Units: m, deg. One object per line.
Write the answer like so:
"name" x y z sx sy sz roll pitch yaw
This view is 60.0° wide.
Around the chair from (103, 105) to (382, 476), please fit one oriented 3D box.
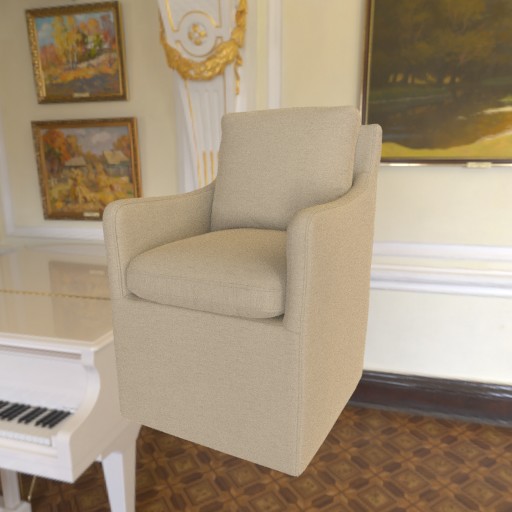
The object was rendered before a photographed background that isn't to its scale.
"chair" 0.000 0.000 1.369 0.626 0.914 0.694 6 13 27
